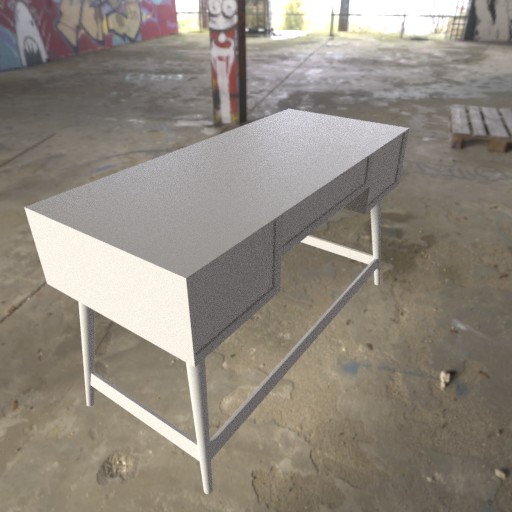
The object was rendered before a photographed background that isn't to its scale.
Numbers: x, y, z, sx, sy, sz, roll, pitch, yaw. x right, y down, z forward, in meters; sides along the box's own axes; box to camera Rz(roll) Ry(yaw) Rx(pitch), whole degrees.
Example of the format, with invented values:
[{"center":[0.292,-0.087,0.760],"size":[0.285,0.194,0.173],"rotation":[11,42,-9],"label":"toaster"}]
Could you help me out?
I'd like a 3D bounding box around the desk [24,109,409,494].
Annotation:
[{"center":[0.000,0.000,1.676],"size":[0.589,0.762,1.313],"rotation":[20,37,29],"label":"desk"}]
